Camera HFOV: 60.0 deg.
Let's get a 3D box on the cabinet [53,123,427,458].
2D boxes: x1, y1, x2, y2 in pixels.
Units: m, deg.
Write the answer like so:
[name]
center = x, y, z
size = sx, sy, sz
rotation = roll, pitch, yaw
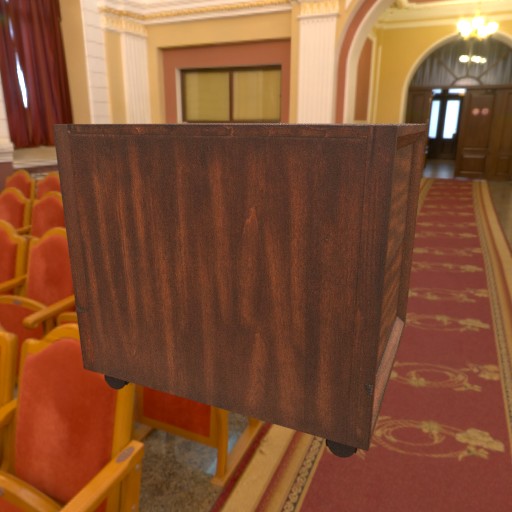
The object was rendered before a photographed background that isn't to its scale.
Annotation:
[cabinet]
center = 0.000, 0.000, 0.796
size = 0.500, 0.455, 0.402
rotation = 7, 18, 23
